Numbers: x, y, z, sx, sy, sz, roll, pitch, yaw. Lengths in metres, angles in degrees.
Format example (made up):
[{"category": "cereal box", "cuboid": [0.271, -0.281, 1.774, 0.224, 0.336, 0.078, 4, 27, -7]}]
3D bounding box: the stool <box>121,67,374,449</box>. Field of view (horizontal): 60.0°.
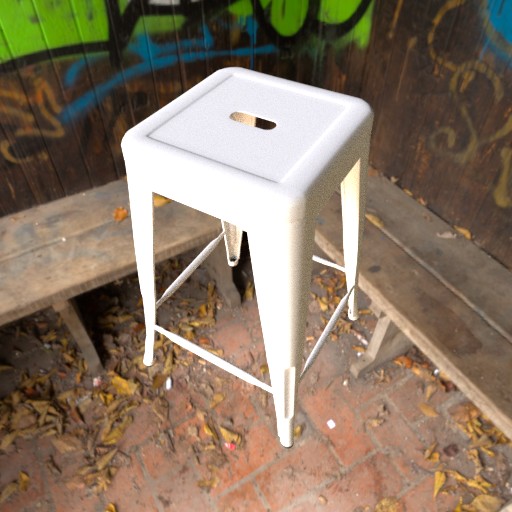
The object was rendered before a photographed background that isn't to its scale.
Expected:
[{"category": "stool", "cuboid": [0.000, 0.000, 0.905, 0.406, 0.610, 0.406, 23, 51, 20]}]
